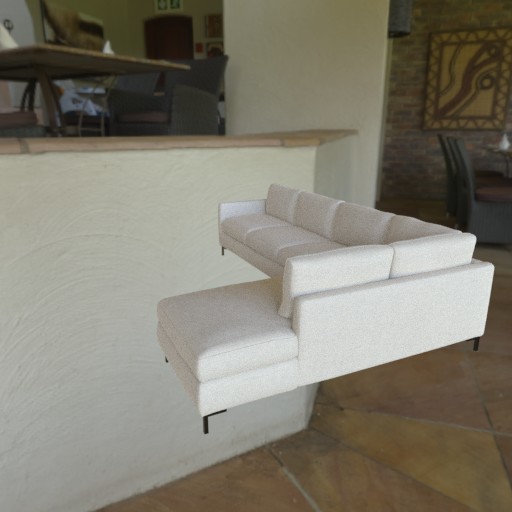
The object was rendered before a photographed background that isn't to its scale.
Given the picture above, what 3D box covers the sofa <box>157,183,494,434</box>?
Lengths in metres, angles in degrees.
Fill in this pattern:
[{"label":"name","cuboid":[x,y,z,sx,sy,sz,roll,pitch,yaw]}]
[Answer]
[{"label":"sofa","cuboid":[0.000,0.000,3.704,2.007,0.815,2.949,-8,18,-24]}]
